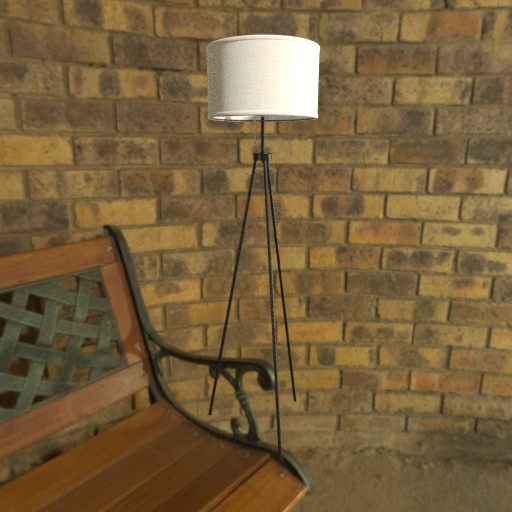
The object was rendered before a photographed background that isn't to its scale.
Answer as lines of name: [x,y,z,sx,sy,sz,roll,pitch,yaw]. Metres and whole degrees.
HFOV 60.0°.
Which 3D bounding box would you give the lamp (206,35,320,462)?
lamp: [0.000,0.000,1.785,0.458,1.545,0.448,2,14,8]
